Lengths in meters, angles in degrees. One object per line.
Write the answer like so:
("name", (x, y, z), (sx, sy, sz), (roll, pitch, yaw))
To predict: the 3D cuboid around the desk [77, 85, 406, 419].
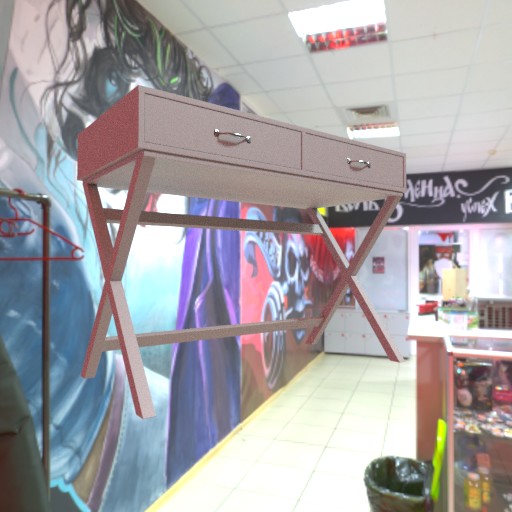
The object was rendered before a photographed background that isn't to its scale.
("desk", (0.000, 0.000, 1.540), (1.057, 0.780, 0.525), (1, -1, -37))
